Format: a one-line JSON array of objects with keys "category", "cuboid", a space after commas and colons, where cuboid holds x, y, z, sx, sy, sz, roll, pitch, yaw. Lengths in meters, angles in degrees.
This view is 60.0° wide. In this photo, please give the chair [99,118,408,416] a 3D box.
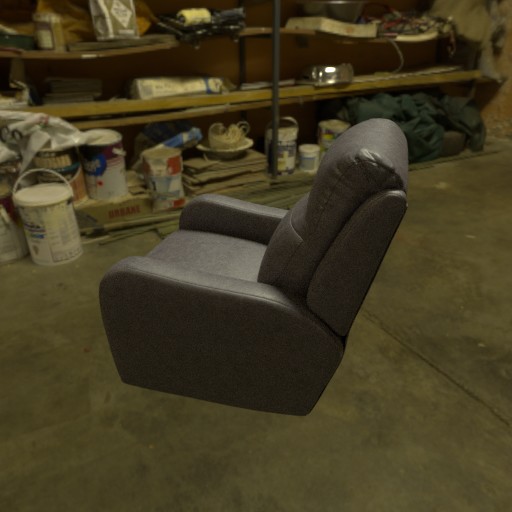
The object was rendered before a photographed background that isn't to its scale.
[{"category": "chair", "cuboid": [0.000, 0.000, 1.823, 1.067, 1.067, 0.865, 8, 29, 14]}]
